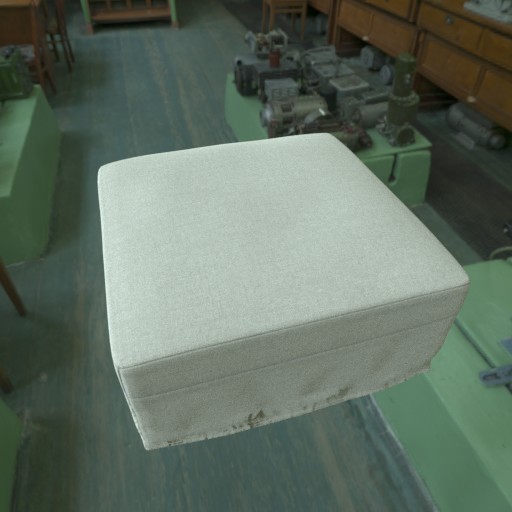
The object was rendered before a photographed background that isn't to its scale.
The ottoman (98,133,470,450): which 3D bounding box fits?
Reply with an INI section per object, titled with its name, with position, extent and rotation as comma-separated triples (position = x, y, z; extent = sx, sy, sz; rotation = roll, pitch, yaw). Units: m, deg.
[ottoman]
position = 0.000, 0.000, 1.336
extent = 0.840, 0.436, 0.843
rotation = -11, 42, -13
